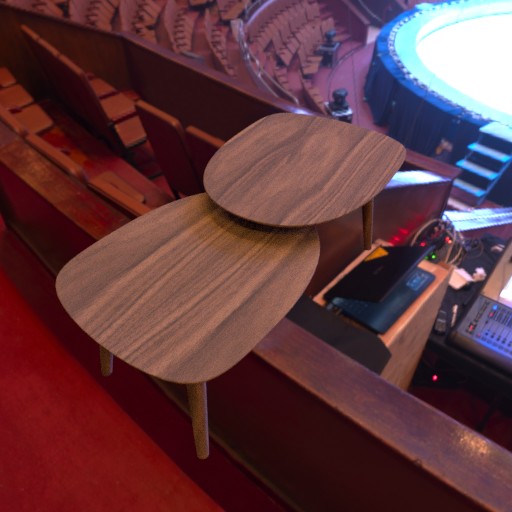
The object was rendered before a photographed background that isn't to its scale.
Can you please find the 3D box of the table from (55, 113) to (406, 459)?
[{"bbox_3d":[0.000,0.000,1.324,0.527,0.429,1.084,26,48,26],"label":"table"}]
